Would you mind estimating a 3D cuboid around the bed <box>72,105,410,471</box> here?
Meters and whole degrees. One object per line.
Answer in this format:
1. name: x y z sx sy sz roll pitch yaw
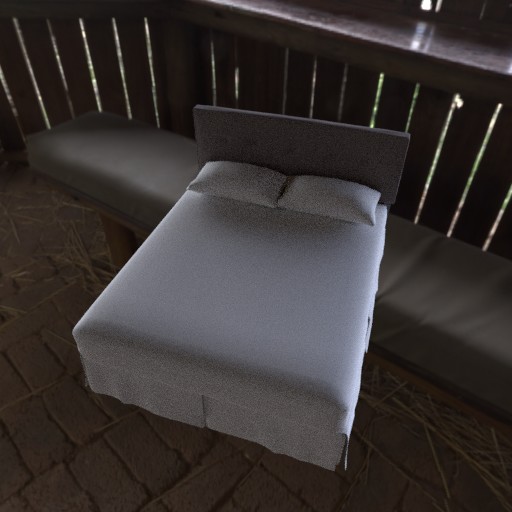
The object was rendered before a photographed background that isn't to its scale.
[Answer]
1. bed: 0.000 0.000 2.843 1.610 1.089 1.894 12 42 14
